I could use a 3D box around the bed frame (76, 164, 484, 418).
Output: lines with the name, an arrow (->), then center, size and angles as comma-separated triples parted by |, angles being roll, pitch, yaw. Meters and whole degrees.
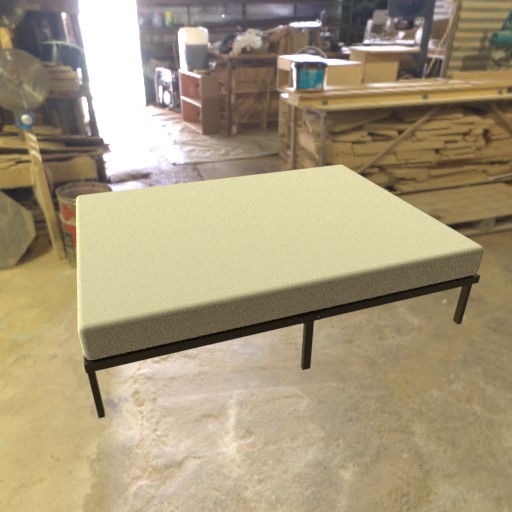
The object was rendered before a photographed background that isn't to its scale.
bed frame -> 0.000, 0.000, 3.575 | 2.635, 0.680, 1.990 | -10, 31, -17
